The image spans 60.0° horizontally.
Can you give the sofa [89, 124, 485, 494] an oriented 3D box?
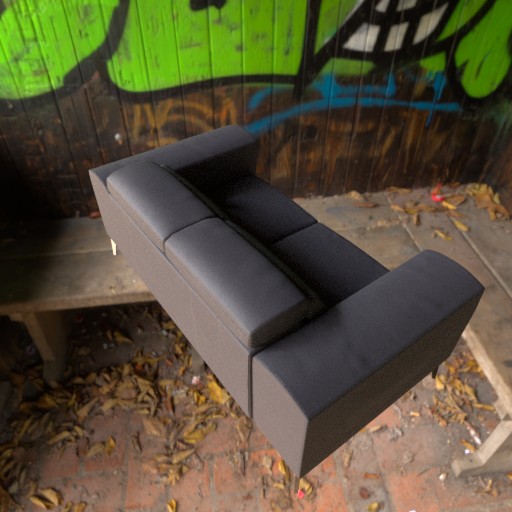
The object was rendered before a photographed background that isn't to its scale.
[{"bbox_3d":[0.000,0.000,2.316,1.003,0.779,1.895,-26,48,-26],"label":"sofa"}]
